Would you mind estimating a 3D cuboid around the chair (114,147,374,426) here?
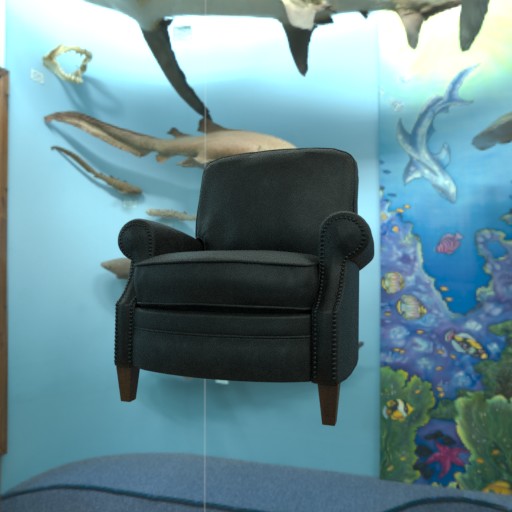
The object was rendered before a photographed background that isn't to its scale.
[{"bbox_3d":[0.000,0.000,1.790,0.936,1.018,0.986,0,-1,19],"label":"chair"}]
